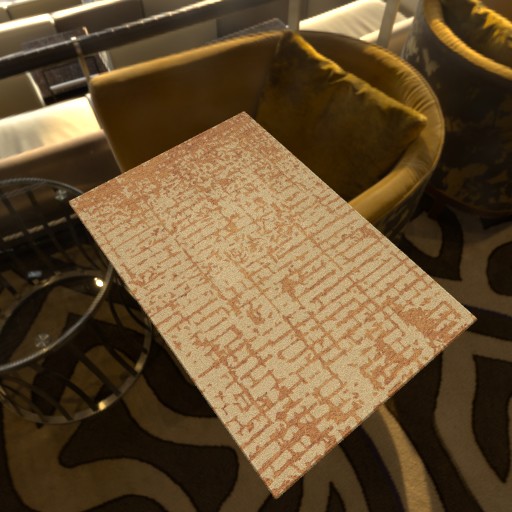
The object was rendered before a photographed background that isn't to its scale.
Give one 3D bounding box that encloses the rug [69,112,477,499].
[{"bbox_3d":[0.000,0.000,2.271,1.219,0.011,1.829,-33,64,-19],"label":"rug"}]
